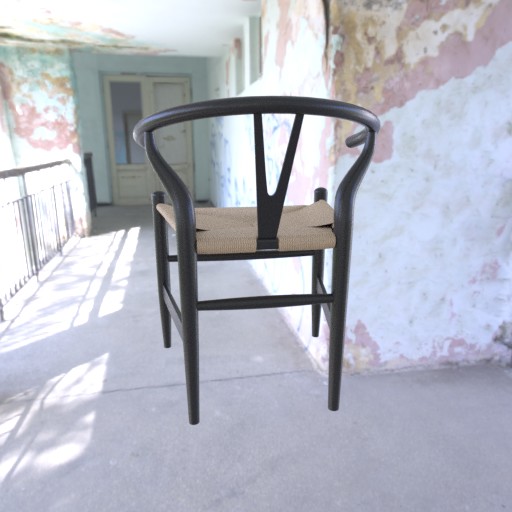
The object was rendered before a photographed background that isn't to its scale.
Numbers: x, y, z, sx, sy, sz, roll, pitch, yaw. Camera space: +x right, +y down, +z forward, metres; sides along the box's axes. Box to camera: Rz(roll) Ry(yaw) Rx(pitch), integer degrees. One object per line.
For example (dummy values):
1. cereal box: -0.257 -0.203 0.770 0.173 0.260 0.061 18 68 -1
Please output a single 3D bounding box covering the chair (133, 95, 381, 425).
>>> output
1. chair: 0.000 0.000 1.146 0.570 0.739 0.570 -2 16 -9
